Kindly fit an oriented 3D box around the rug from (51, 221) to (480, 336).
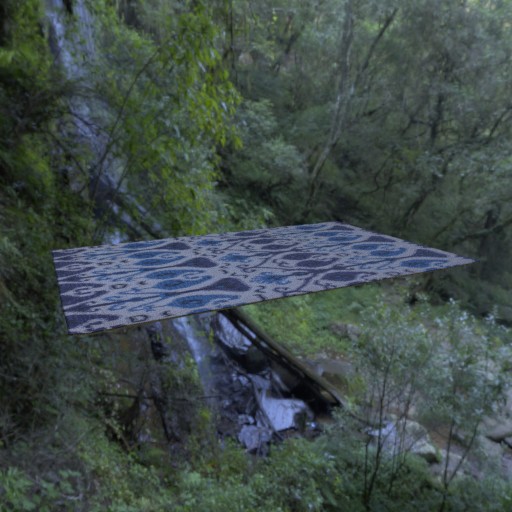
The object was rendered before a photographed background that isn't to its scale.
[{"bbox_3d":[0.000,0.000,2.055,1.698,0.013,1.072,-7,17,-26],"label":"rug"}]
